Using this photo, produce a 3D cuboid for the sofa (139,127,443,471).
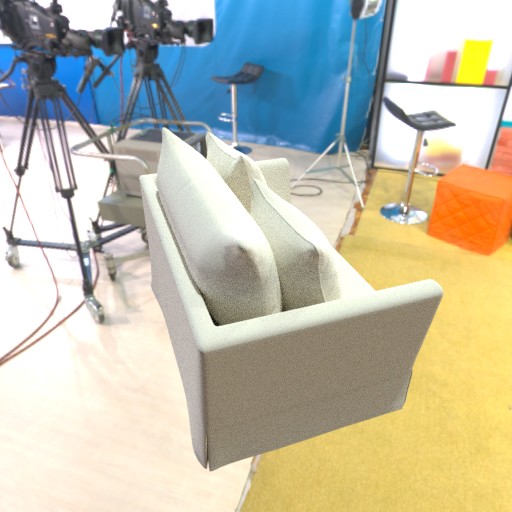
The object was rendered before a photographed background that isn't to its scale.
[{"bbox_3d":[0.000,0.000,2.310,1.026,1.039,1.608,-10,33,-17],"label":"sofa"}]
